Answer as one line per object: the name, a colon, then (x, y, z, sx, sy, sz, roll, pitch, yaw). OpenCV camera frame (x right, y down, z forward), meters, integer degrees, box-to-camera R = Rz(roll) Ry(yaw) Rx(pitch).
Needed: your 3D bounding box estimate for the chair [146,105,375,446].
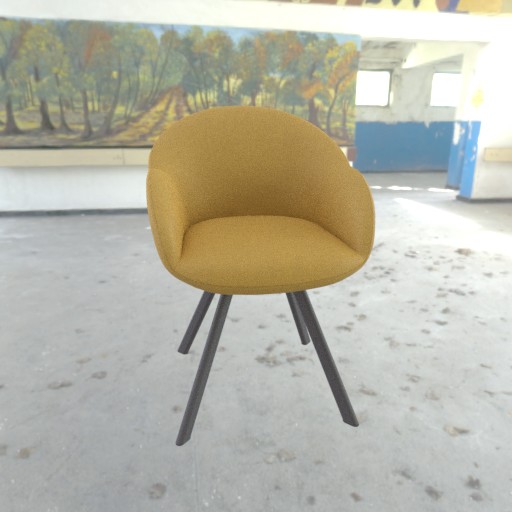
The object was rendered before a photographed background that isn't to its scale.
chair: (0.000, 0.000, 1.206, 0.551, 0.793, 0.583, -3, 17, -9)
